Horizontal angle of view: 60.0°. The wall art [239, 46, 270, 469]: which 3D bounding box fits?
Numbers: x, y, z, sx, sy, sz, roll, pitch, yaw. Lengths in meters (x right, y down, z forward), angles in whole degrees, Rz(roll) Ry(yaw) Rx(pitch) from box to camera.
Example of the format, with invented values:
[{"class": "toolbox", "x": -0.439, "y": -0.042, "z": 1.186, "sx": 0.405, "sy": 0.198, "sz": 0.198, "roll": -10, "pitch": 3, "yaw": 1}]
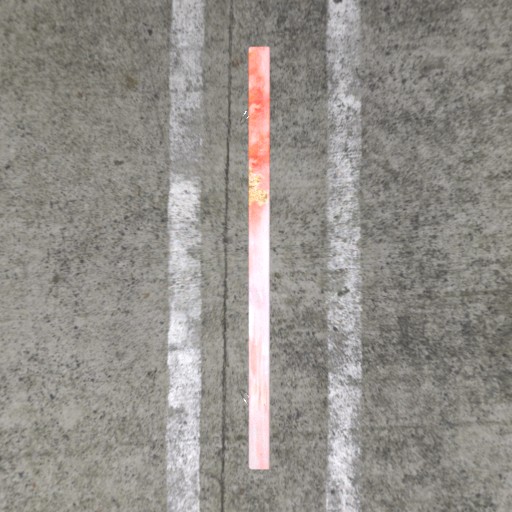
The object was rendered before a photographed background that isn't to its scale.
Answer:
[{"class": "wall art", "x": 0.000, "y": 0.000, "z": 1.153, "sx": 0.064, "sy": 0.746, "sz": 0.747, "roll": 0, "pitch": 91, "yaw": 1}]
